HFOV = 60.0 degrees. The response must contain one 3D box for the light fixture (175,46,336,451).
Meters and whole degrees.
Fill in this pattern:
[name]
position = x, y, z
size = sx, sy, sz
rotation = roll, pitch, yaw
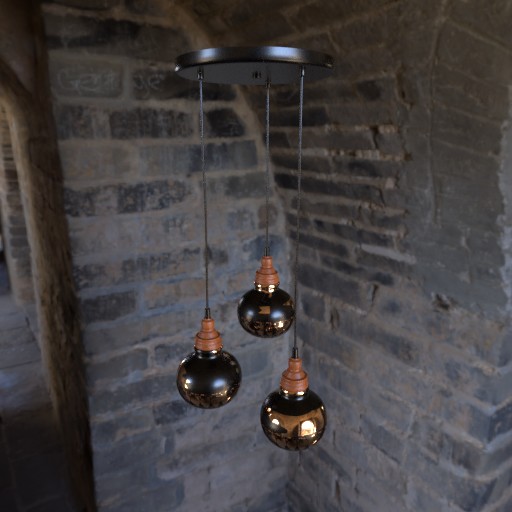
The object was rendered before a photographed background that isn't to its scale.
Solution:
[light fixture]
position = 0.000, 0.000, 1.753
size = 0.608, 1.410, 0.605
rotation = 2, 15, 9
